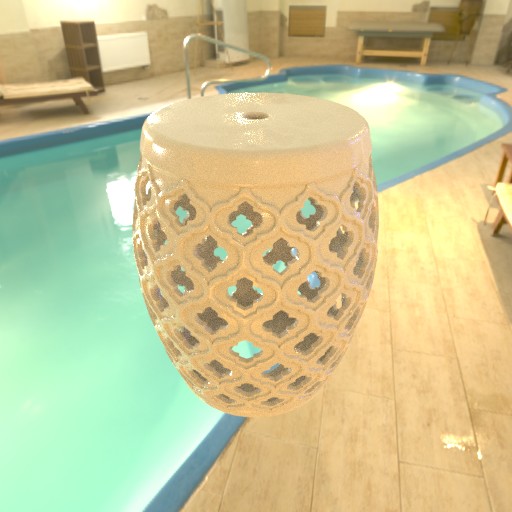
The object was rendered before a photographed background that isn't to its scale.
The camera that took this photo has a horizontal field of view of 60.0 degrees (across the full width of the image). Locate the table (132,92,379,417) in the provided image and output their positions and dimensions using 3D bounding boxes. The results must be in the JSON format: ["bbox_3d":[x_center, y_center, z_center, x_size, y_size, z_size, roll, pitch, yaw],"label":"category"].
[{"bbox_3d":[0.000,0.000,0.621,0.325,0.388,0.325,0,32,0],"label":"table"}]
